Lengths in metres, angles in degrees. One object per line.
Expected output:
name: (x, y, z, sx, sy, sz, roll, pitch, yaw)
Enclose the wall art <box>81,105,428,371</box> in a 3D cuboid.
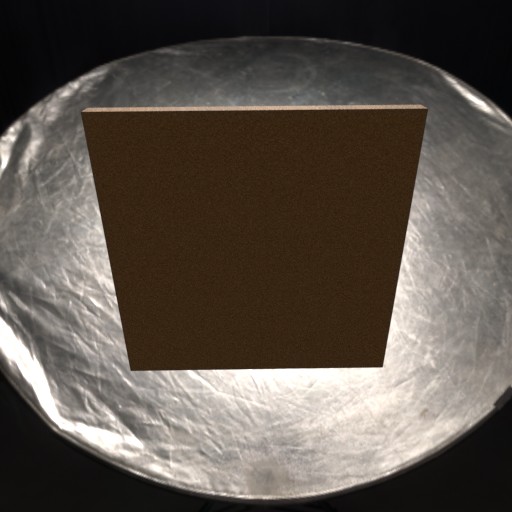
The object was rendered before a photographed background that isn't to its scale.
wall art: (0.000, 0.000, 0.937, 0.611, 0.608, 0.042, 0, 29, -1)
